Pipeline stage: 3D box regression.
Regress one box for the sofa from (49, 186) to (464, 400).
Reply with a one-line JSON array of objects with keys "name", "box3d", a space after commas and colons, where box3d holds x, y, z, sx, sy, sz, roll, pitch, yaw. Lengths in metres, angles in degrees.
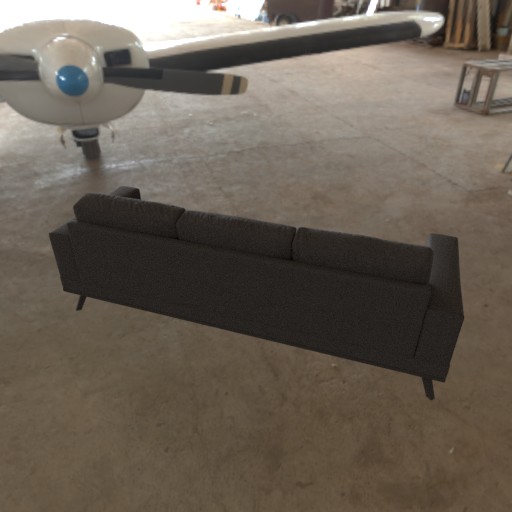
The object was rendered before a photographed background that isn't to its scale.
[{"name": "sofa", "box3d": [0.000, 0.000, 2.747, 2.310, 0.810, 0.920, 11, 34, 16]}]
